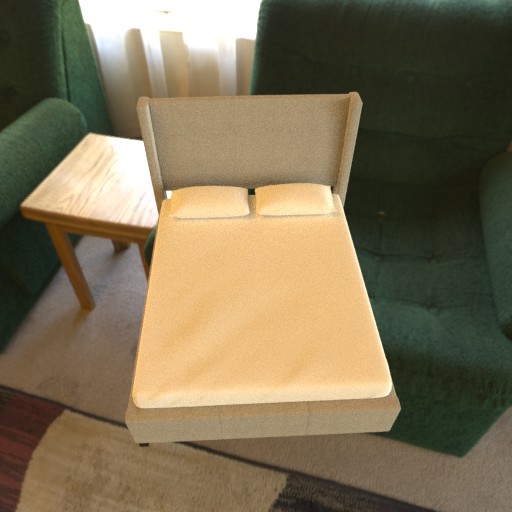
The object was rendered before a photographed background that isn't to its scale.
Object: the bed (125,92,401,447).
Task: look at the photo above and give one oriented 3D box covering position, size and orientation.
[{"bbox_3d":[0.000,0.000,3.348,1.774,1.491,2.222,-2,46,-2],"label":"bed"}]
